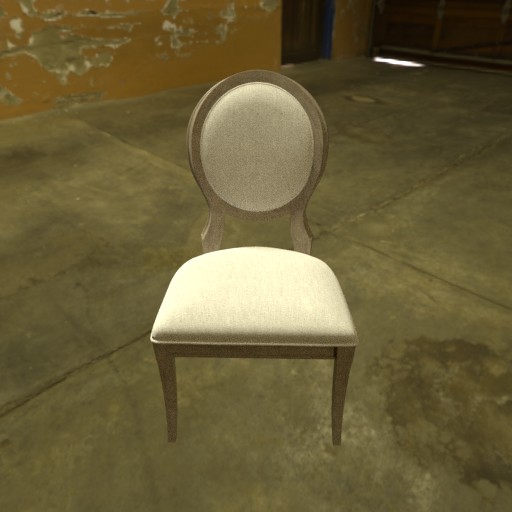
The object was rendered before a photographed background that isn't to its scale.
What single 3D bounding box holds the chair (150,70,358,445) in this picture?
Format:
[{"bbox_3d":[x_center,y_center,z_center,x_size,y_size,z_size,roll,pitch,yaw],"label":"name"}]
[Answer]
[{"bbox_3d":[0.000,0.000,1.365,0.558,0.990,0.602,1,31,1],"label":"chair"}]
